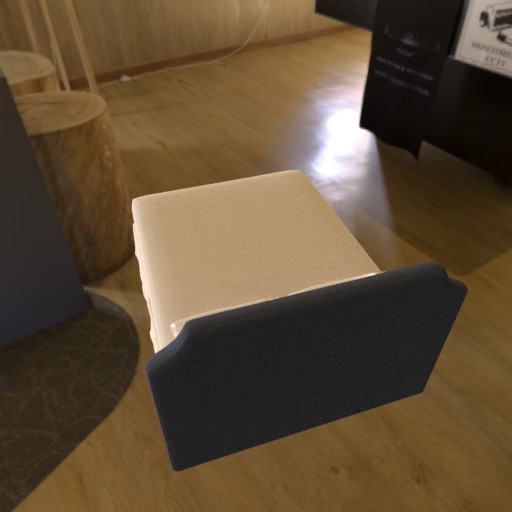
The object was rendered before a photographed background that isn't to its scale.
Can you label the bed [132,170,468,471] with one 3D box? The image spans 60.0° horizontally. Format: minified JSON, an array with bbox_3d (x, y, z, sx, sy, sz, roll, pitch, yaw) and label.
[{"bbox_3d":[0.000,0.000,3.370,1.831,1.297,2.260,-12,43,-14],"label":"bed"}]
